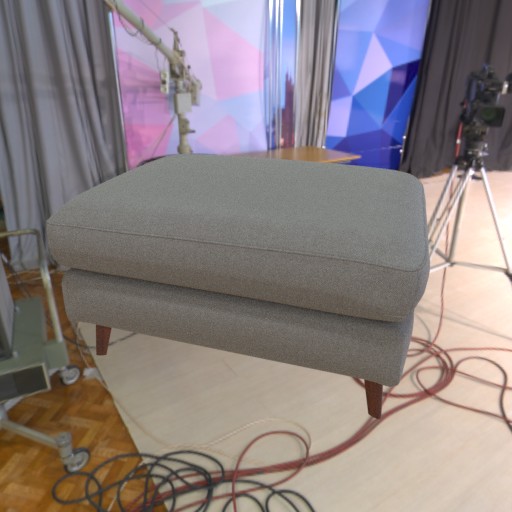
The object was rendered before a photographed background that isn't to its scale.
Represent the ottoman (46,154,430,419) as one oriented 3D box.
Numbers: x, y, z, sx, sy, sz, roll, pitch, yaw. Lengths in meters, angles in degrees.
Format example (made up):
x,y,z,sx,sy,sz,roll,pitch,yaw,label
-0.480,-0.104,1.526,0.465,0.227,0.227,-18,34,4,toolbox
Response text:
x,y,z,sx,sy,sz,roll,pitch,yaw,label
0.000,0.000,1.159,0.811,0.449,0.608,8,26,16,ottoman
